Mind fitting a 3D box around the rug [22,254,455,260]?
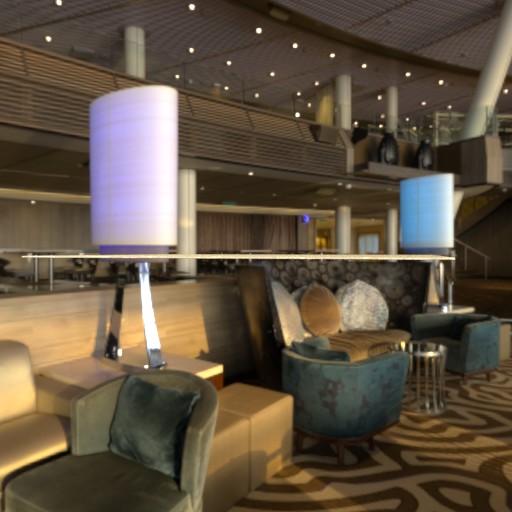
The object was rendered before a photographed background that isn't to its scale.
[{"bbox_3d":[0.000,0.000,4.359,3.353,0.013,2.438,0,1,19],"label":"rug"}]
